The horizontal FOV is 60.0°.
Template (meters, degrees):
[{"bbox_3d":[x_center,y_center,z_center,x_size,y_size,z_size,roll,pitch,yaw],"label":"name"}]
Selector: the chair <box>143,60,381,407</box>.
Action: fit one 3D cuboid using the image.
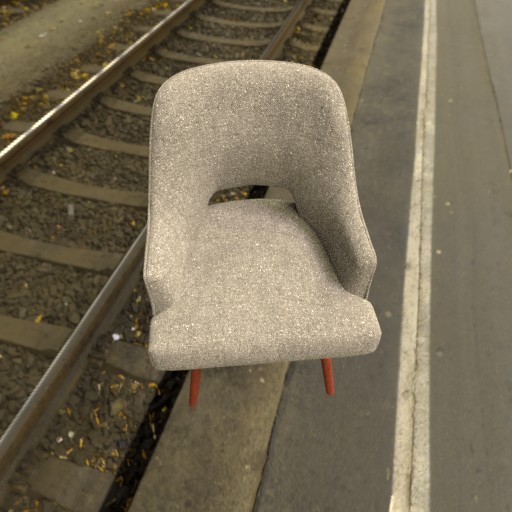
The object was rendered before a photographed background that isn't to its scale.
[{"bbox_3d":[0.000,0.000,1.284,0.608,0.875,0.629,-4,46,-4],"label":"chair"}]
